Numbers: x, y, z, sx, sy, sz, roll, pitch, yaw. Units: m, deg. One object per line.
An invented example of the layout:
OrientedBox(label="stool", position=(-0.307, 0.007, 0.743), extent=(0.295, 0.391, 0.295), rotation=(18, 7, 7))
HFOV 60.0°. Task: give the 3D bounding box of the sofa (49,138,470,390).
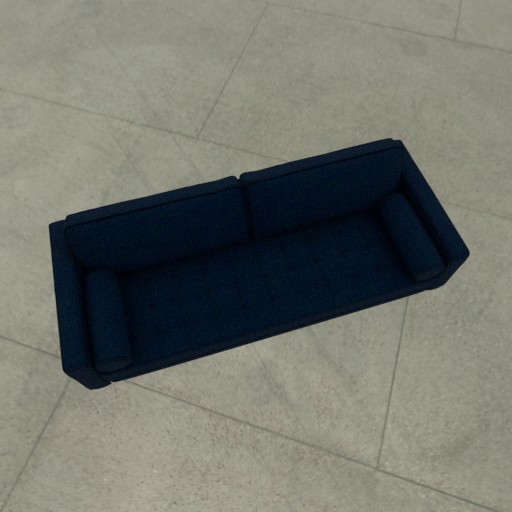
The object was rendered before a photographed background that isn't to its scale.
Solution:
OrientedBox(label="sofa", position=(0.000, 0.000, 2.630), extent=(2.210, 0.762, 0.914), rotation=(-15, 62, -8))
